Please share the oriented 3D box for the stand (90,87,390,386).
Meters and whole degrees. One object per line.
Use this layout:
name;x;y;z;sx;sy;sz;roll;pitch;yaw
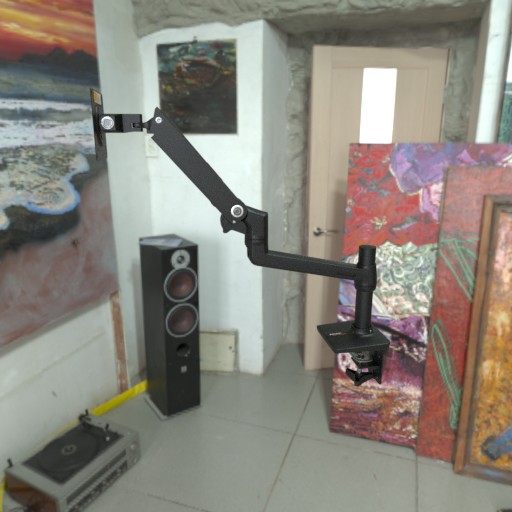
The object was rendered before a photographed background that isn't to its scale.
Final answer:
stand;0.000;0.000;1.033;0.650;0.713;0.152;-3;15;-10
